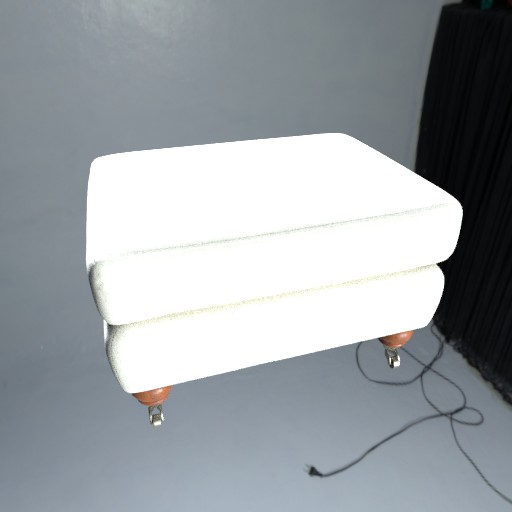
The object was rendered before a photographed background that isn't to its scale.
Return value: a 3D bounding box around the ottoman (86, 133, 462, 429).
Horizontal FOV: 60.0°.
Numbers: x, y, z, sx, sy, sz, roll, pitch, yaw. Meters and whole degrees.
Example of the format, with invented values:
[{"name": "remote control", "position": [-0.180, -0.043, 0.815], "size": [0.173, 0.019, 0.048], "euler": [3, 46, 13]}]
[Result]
[{"name": "ottoman", "position": [0.000, 0.000, 1.147], "size": [0.773, 0.499, 0.569], "euler": [-9, 33, -15]}]
